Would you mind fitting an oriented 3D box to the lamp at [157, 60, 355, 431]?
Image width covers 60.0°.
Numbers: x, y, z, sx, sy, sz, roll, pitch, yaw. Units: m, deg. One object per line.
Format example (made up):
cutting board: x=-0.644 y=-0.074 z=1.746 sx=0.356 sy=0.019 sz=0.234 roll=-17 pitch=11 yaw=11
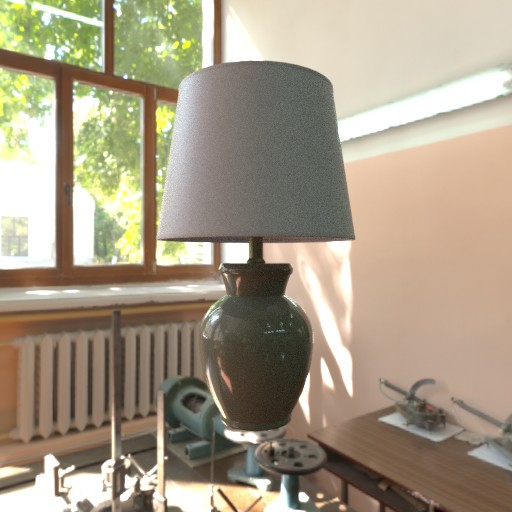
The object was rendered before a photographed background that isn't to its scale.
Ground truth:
lamp: x=0.000 y=0.000 z=0.546 sx=0.239 sy=0.399 sz=0.239 roll=0 pitch=0 yaw=0
